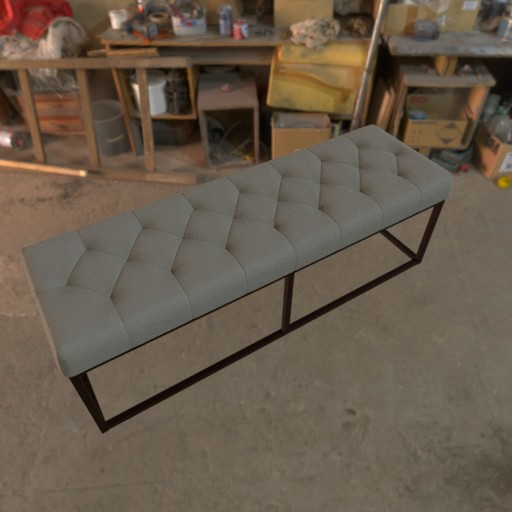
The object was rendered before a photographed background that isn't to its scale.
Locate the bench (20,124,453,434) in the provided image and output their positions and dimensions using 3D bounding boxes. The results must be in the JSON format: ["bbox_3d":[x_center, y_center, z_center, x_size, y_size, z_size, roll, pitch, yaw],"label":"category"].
[{"bbox_3d":[0.000,0.000,1.675,1.488,0.488,0.479,-24,50,-22],"label":"bench"}]
